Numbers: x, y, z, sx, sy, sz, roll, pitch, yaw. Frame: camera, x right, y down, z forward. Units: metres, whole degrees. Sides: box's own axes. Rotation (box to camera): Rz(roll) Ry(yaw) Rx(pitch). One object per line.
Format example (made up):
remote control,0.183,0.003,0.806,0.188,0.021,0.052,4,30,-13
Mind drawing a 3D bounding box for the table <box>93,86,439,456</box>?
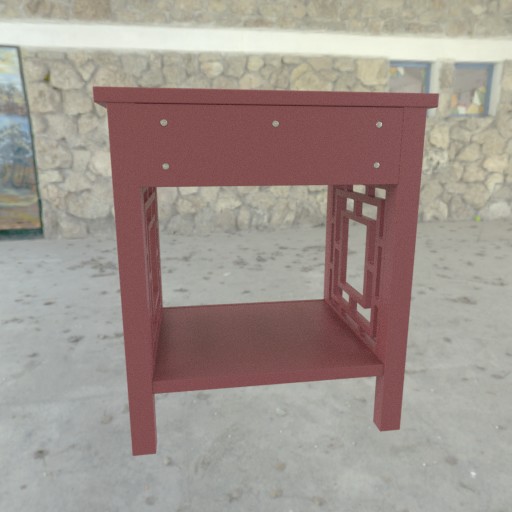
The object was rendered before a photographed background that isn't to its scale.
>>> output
table,0.000,0.000,1.049,0.599,0.686,0.451,-2,14,-9
